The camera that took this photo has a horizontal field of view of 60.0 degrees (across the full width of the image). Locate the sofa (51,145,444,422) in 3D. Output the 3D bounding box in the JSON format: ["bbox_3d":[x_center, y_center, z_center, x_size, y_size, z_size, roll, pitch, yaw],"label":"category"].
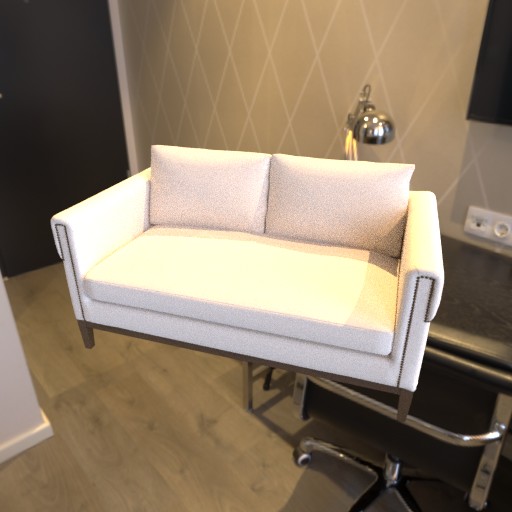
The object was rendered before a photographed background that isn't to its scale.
[{"bbox_3d":[0.000,0.000,2.136,1.598,0.873,0.905,8,28,16],"label":"sofa"}]
